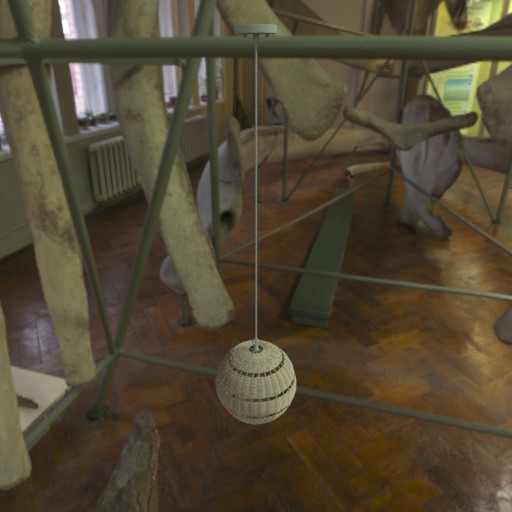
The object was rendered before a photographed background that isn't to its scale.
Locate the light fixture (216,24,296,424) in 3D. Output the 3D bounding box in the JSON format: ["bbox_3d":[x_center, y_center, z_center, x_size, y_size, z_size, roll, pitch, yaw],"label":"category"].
[{"bbox_3d":[0.000,0.000,2.186,0.457,2.019,0.457,8,26,16],"label":"light fixture"}]
